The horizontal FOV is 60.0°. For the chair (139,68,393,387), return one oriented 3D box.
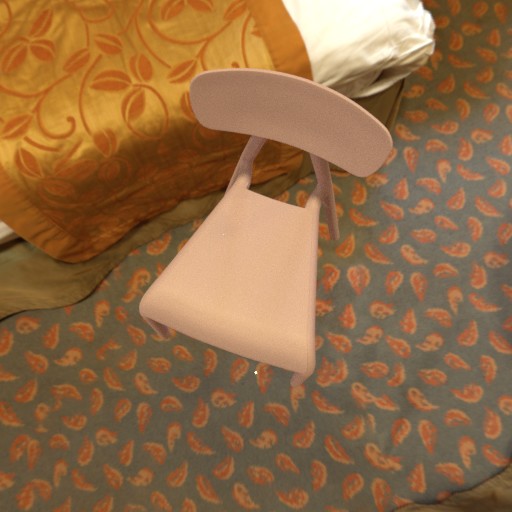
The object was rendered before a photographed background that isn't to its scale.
[{"bbox_3d":[0.000,0.000,0.831,0.356,0.580,0.401,19,76,5],"label":"chair"}]
